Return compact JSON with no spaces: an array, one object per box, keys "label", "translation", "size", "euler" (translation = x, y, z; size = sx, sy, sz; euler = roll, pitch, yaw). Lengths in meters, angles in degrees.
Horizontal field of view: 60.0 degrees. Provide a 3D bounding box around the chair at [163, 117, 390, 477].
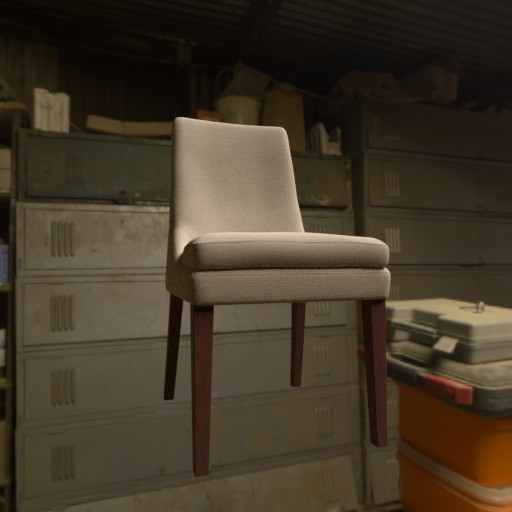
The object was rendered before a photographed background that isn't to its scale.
[{"label":"chair","translation":[0.000,0.000,1.306],"size":[0.515,0.940,0.638],"euler":[0,0,-19]}]
